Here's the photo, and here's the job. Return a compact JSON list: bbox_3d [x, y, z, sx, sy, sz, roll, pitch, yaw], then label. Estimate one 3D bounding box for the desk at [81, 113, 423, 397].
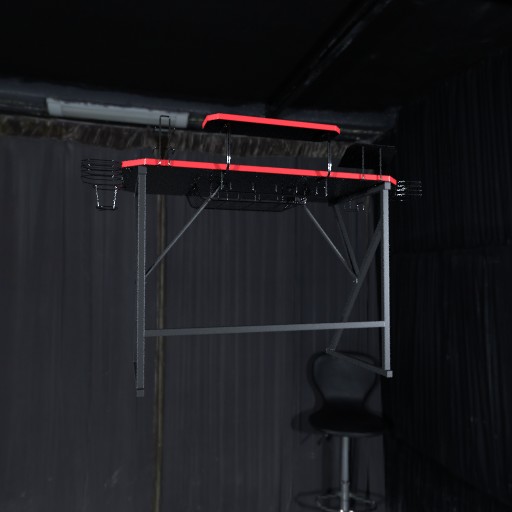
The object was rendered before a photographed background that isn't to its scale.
[{"bbox_3d":[0.000,0.000,1.765,1.280,0.913,0.588,1,-2,-17],"label":"desk"}]
